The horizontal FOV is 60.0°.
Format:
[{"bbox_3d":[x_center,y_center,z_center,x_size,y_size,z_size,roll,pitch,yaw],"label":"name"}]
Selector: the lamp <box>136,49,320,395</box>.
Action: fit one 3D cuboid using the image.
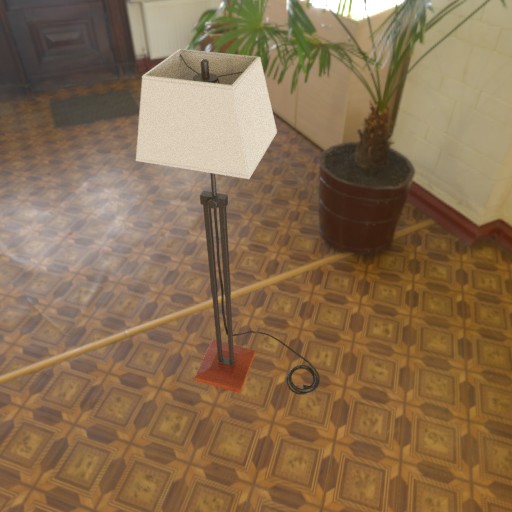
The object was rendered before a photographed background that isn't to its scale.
[{"bbox_3d":[0.000,0.000,2.009,0.745,1.712,0.472,12,43,13],"label":"lamp"}]
